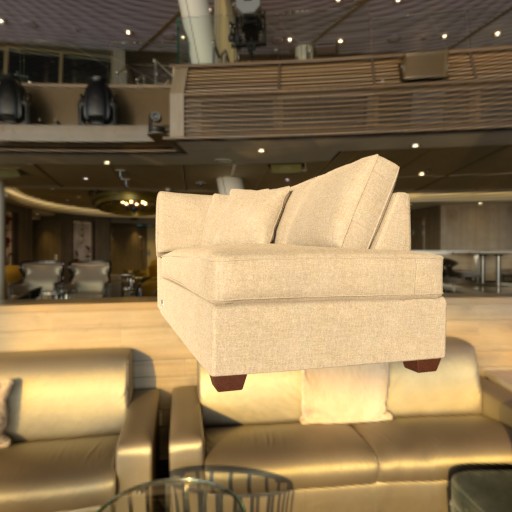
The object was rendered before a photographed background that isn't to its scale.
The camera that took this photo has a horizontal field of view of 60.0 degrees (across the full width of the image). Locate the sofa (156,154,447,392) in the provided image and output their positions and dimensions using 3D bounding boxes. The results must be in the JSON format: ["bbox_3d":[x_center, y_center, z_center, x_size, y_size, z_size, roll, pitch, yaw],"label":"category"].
[{"bbox_3d":[0.000,0.000,2.834,1.110,1.019,2.238,0,0,-18],"label":"sofa"}]
